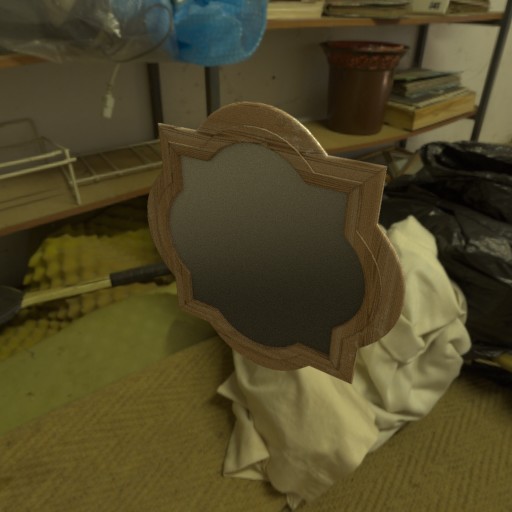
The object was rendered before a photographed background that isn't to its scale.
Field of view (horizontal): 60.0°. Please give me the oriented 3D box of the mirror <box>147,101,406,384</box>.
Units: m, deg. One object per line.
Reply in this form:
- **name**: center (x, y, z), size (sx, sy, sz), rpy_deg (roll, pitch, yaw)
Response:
- **mirror**: center (0.000, 0.000, 1.053), size (0.686, 0.686, 0.019), rpy_deg (18, 36, 27)
